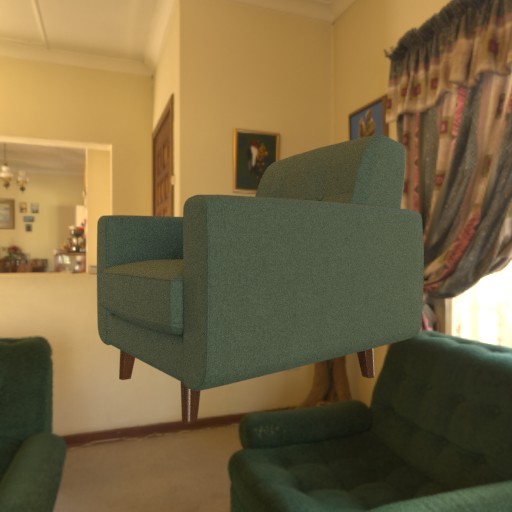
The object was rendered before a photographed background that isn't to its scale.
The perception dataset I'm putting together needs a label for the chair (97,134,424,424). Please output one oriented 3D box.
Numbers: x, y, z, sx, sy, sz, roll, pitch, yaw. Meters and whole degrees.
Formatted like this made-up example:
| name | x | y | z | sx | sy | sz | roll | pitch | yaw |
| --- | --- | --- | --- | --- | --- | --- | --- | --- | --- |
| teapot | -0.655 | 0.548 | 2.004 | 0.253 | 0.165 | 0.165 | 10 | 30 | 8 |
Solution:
| name | x | y | z | sx | sy | sz | roll | pitch | yaw |
| --- | --- | --- | --- | --- | --- | --- | --- | --- | --- |
| chair | 0.000 | 0.000 | 1.552 | 0.909 | 0.841 | 0.831 | 0 | 0 | -36 |
